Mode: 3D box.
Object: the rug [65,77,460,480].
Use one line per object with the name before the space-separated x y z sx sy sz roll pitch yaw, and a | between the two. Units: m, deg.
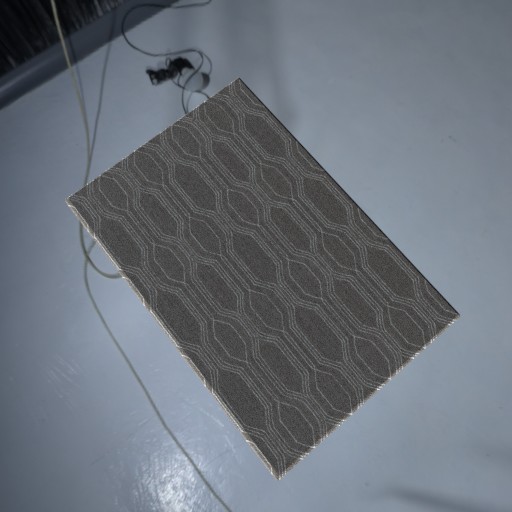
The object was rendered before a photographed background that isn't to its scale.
rug | 0.000 0.000 2.371 1.239 0.012 1.836 -38 79 -9
